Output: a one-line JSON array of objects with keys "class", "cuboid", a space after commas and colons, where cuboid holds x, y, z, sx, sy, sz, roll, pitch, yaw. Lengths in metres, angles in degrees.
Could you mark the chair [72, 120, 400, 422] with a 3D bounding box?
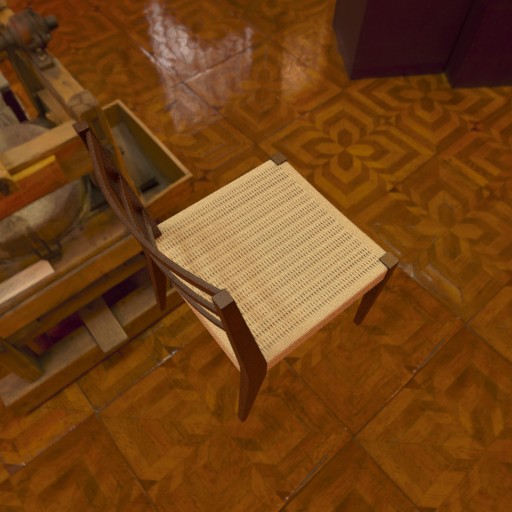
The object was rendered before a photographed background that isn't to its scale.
[{"class": "chair", "cuboid": [0.000, 0.000, 1.135, 0.551, 0.813, 0.480, -34, 65, -19]}]
